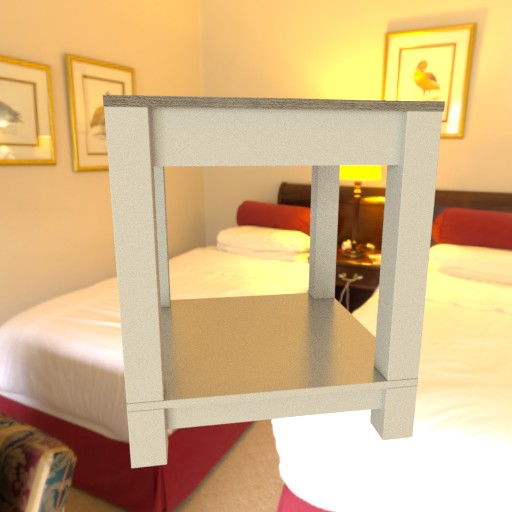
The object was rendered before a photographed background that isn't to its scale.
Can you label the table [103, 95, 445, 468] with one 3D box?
[{"bbox_3d":[0.000,0.000,0.950,0.504,0.587,0.506,-2,14,-9],"label":"table"}]
